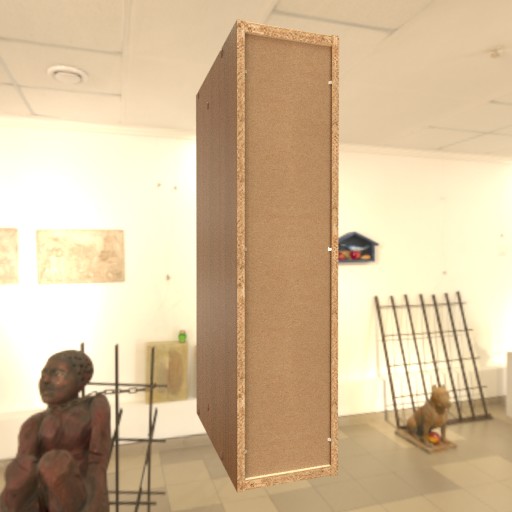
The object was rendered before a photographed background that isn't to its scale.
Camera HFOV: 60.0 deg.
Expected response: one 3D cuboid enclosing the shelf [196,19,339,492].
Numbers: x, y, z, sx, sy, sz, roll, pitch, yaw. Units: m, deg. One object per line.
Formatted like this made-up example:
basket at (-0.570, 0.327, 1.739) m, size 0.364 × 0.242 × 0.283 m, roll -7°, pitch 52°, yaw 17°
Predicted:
shelf at (0.000, 0.000, 0.721) m, size 0.147 × 0.600 × 0.290 m, roll 0°, pitch 1°, yaw -18°
